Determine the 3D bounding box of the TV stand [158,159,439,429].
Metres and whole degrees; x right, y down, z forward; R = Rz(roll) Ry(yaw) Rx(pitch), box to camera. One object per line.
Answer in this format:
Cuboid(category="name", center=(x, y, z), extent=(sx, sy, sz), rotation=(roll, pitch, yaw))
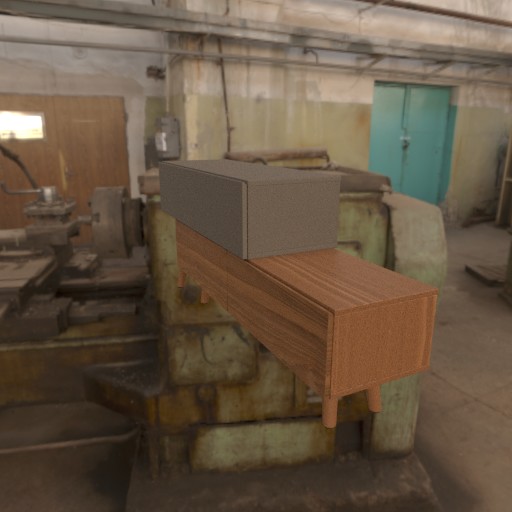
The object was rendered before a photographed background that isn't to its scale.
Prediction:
Cuboid(category="TV stand", center=(0.000, 0.000, 1.570), extent=(0.329, 0.591, 1.336), rotation=(-8, 17, -25))
